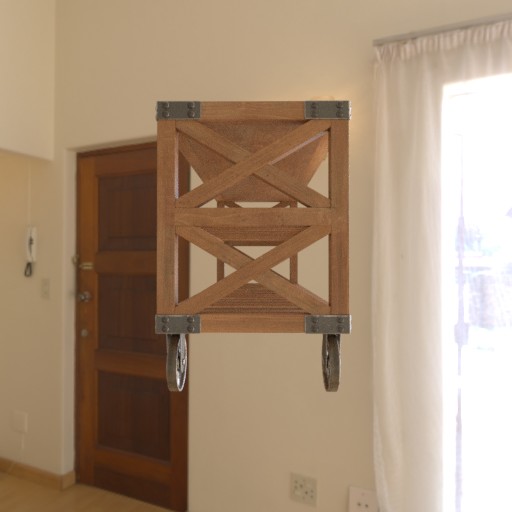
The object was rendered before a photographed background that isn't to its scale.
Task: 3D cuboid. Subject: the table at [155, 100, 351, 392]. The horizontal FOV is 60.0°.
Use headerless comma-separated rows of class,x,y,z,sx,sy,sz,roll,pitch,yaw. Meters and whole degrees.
table,0.000,0.000,1.770,0.467,0.711,1.487,0,-1,1
